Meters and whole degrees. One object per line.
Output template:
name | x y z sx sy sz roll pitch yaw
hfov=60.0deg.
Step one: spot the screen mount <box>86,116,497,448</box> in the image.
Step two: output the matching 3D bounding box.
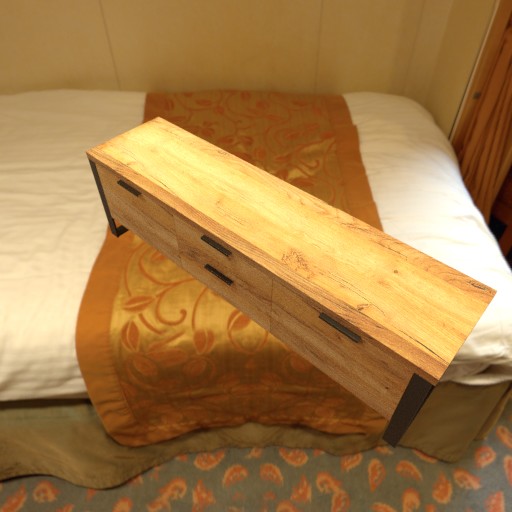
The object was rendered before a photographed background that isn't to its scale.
screen mount | 0.000 0.000 1.695 1.524 0.450 0.395 33 54 28
